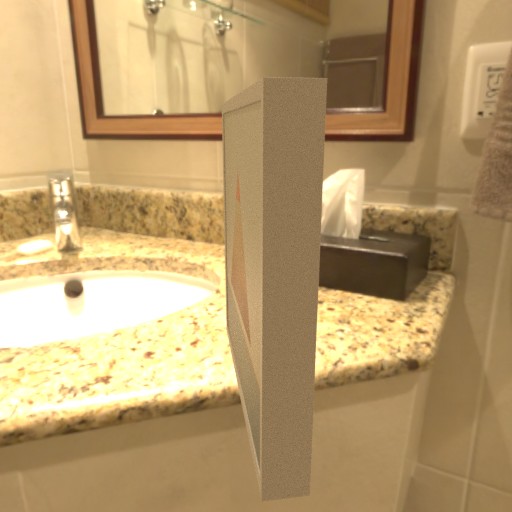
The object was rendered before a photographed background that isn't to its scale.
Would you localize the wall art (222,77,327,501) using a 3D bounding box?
[{"bbox_3d":[0.000,0.000,0.446,0.038,0.304,0.305,-2,16,-8],"label":"wall art"}]
